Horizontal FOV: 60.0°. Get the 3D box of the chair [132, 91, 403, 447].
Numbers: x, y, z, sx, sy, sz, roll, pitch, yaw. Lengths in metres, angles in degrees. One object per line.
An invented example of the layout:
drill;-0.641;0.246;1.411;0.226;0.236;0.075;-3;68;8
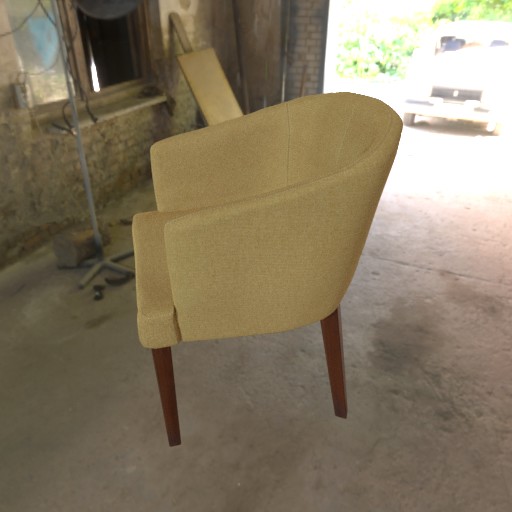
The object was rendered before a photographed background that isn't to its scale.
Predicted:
chair;0.000;0.000;1.228;0.655;0.811;0.583;-8;32;-13
